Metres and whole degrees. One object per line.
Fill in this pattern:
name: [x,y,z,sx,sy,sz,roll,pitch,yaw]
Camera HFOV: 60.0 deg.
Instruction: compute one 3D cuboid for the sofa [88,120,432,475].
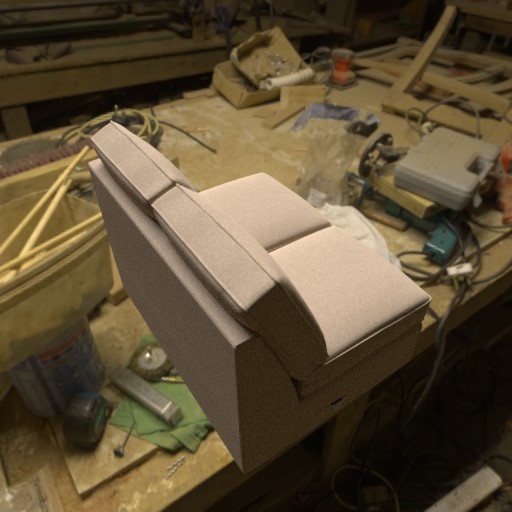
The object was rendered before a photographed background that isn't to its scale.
sofa: [0.000,0.000,1.961,0.951,1.008,1.237,-24,46,-25]
